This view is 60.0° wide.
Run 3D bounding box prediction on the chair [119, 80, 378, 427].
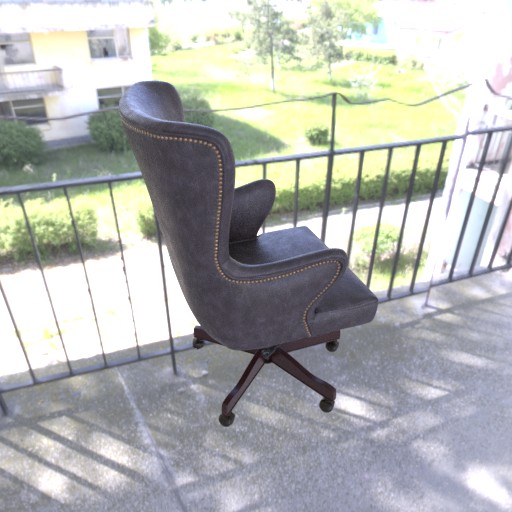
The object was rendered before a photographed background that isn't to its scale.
[{"bbox_3d":[0.000,0.000,1.455,0.717,1.037,0.594,-11,33,-17],"label":"chair"}]
